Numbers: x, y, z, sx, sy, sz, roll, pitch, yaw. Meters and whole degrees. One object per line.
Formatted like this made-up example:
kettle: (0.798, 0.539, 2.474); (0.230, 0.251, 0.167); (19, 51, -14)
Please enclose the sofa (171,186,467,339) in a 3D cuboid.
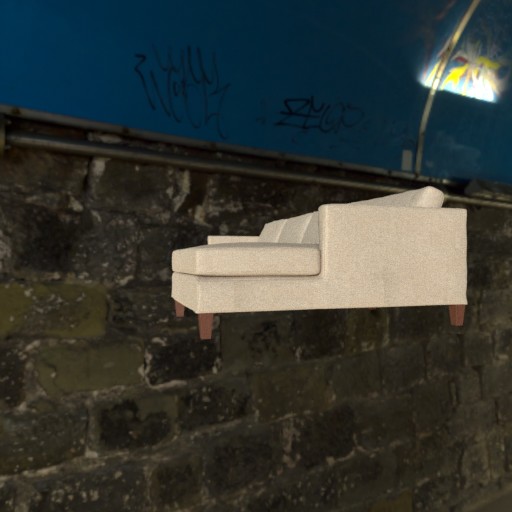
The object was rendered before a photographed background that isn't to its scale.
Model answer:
sofa: (0.000, 0.000, 3.863); (1.625, 0.846, 3.186); (0, -1, -17)
